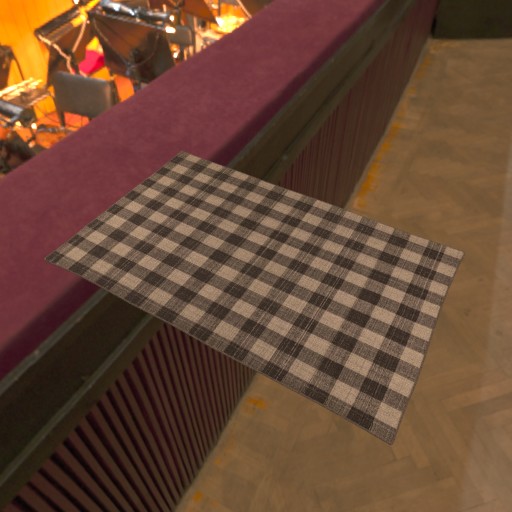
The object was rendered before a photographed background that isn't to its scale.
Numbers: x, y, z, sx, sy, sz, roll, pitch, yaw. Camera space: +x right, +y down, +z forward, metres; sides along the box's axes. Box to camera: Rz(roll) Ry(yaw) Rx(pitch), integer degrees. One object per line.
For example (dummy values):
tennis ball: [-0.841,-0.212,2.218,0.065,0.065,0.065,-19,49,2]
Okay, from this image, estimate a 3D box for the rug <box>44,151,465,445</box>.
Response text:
rug: [0.000,0.000,3.064,2.476,0.011,1.554,23,51,21]
